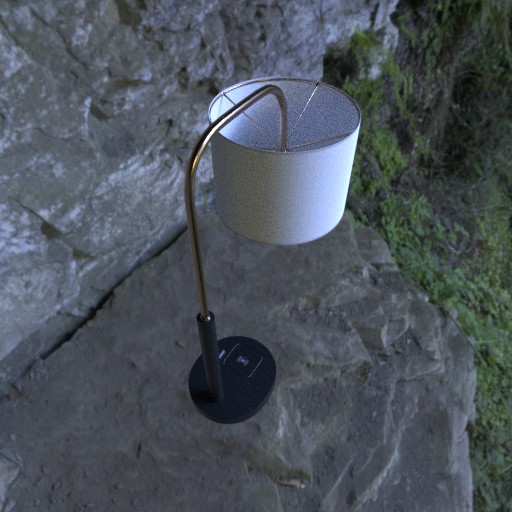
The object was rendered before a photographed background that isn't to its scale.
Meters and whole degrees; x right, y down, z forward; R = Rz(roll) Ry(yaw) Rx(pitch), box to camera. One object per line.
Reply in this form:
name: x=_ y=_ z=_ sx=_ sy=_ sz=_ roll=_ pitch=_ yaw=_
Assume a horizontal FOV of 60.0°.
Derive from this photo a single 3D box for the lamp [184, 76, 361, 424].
lamp: x=0.000 y=0.000 z=0.697 sx=0.199 sy=0.540 sz=0.337 roll=25 pitch=51 yaw=22
